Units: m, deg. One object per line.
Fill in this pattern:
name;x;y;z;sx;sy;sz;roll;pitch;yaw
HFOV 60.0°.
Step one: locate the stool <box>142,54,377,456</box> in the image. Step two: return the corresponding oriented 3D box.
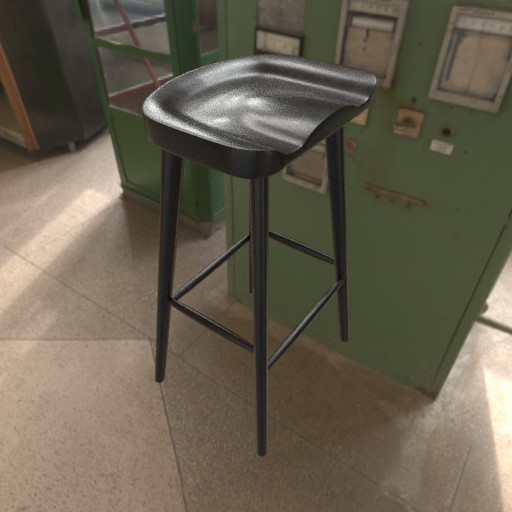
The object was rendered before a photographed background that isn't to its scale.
stool;0.000;0.000;0.997;0.361;0.749;0.440;25;46;27
